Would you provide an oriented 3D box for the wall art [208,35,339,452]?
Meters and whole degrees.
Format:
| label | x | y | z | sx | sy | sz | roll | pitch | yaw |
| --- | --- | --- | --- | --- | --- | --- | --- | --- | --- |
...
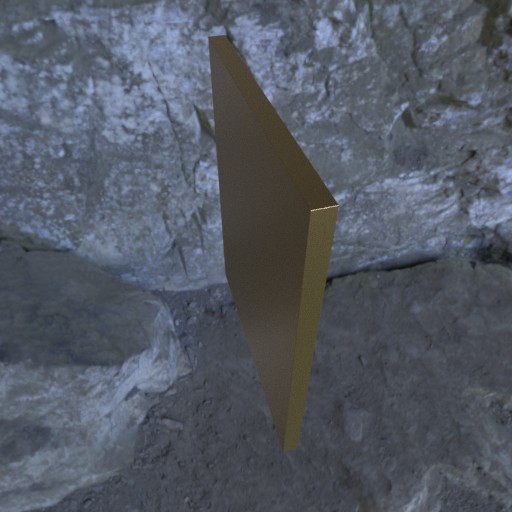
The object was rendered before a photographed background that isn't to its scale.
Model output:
| label | x | y | z | sx | sy | sz | roll | pitch | yaw |
| --- | --- | --- | --- | --- | --- | --- | --- | --- | --- |
| wall art | 0.000 | 0.000 | 1.023 | 0.038 | 0.762 | 0.610 | -12 | 47 | -11 |
